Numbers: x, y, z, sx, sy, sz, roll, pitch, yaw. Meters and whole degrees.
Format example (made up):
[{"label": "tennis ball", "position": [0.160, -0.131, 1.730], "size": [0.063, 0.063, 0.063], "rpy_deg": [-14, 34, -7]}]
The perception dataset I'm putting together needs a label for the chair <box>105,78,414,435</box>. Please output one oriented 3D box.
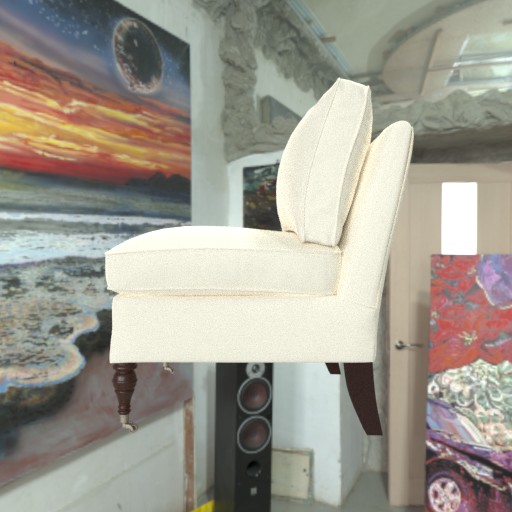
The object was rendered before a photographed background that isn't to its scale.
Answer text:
[{"label": "chair", "position": [0.000, 0.000, 1.380], "size": [0.781, 0.887, 0.630], "rpy_deg": [0, 1, 0]}]
